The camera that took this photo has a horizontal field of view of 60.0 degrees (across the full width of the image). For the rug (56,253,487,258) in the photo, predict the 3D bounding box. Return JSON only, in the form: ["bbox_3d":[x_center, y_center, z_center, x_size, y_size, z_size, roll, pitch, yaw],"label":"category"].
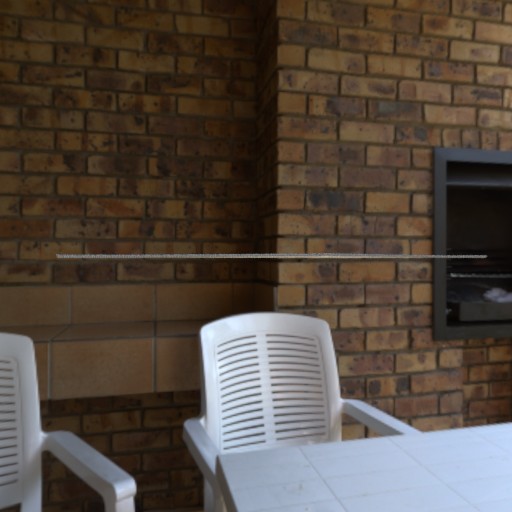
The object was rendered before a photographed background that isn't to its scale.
[{"bbox_3d":[0.000,0.000,3.006,2.338,0.030,1.616,0,0,-19],"label":"rug"}]
